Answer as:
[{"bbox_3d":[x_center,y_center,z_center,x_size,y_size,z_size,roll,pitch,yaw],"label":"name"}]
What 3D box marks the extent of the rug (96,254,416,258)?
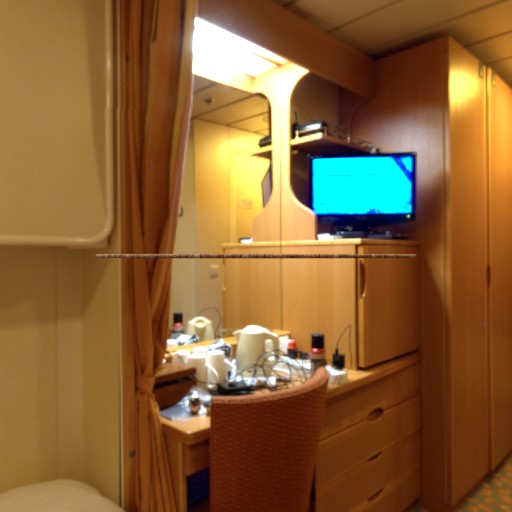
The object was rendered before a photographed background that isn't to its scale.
[{"bbox_3d":[0.000,0.000,2.226,1.514,0.015,1.514,0,0,0],"label":"rug"}]
